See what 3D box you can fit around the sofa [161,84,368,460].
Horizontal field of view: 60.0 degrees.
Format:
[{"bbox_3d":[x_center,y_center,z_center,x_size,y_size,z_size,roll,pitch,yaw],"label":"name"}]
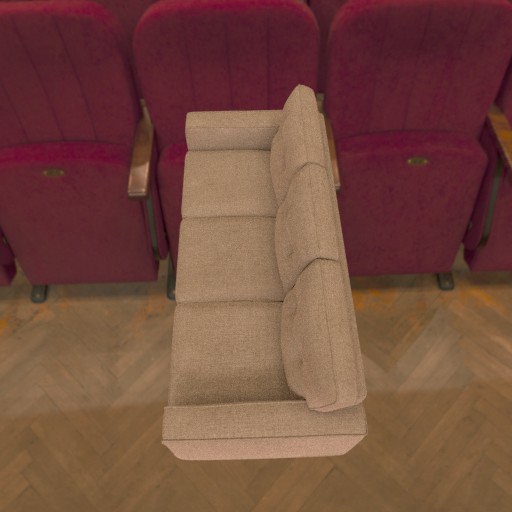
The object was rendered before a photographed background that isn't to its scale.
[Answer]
[{"bbox_3d":[0.000,0.000,2.636,0.939,0.965,2.133,-1,59,-1],"label":"sofa"}]
